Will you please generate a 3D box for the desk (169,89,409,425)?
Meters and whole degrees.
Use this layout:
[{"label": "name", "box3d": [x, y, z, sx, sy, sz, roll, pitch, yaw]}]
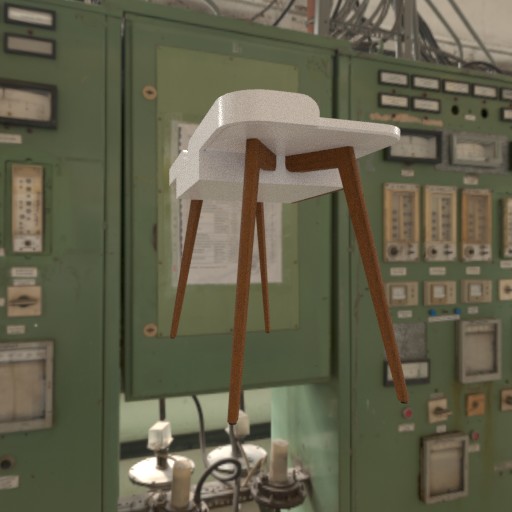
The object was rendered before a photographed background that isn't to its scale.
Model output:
[{"label": "desk", "box3d": [0.000, 0.000, 1.690, 0.534, 0.807, 1.206, 0, 0, -18]}]
